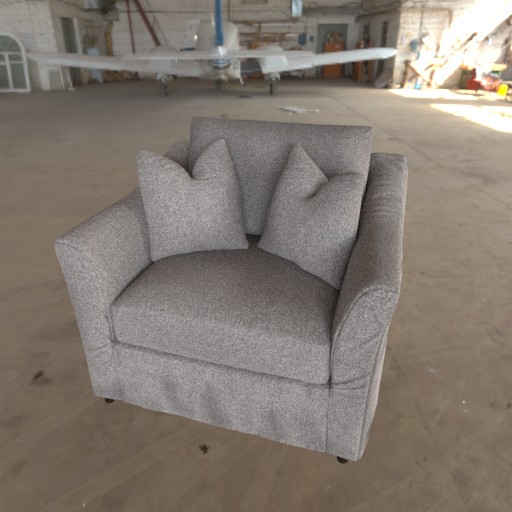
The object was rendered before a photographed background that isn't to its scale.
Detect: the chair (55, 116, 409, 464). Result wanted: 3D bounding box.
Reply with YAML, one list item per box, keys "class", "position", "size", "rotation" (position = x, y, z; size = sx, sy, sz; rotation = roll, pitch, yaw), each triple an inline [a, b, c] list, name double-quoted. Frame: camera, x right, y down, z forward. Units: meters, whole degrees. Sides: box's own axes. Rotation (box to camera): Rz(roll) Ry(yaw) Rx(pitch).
- class: "chair"
  position: [0.000, 0.000, 1.945]
  size: [1.194, 1.059, 1.071]
  rotation: [8, 27, 16]
